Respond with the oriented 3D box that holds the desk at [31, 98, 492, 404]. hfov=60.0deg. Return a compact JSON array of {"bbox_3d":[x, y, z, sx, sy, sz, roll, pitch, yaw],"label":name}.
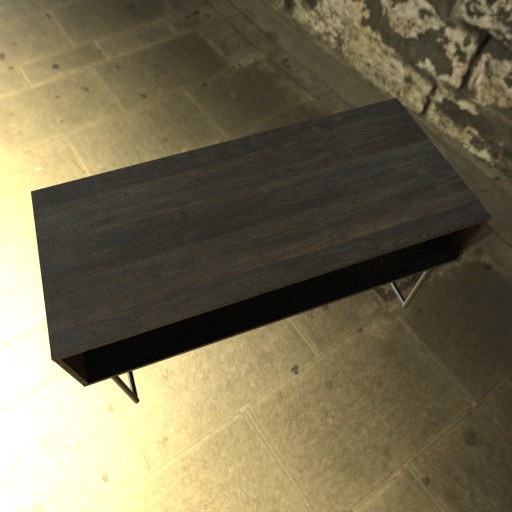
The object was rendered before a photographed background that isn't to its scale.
[{"bbox_3d":[0.000,0.000,2.015,1.600,0.780,0.730,-17,60,-10],"label":"desk"}]
